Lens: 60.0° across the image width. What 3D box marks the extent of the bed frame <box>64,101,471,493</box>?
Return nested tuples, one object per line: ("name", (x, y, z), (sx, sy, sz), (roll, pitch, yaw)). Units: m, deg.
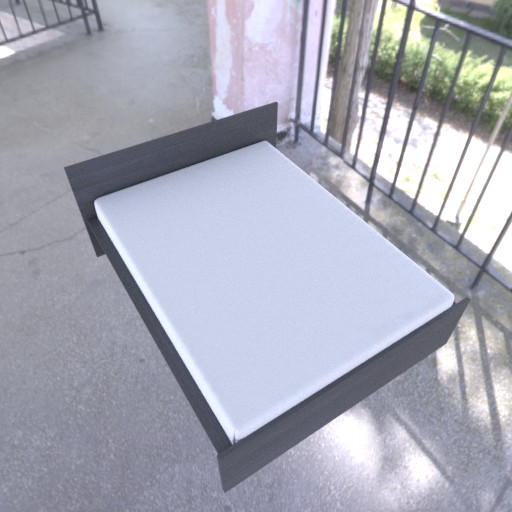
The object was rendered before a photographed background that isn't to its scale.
("bed frame", (0.000, 0.000, 2.805), (1.622, 0.800, 1.960), (-25, 51, -22))
